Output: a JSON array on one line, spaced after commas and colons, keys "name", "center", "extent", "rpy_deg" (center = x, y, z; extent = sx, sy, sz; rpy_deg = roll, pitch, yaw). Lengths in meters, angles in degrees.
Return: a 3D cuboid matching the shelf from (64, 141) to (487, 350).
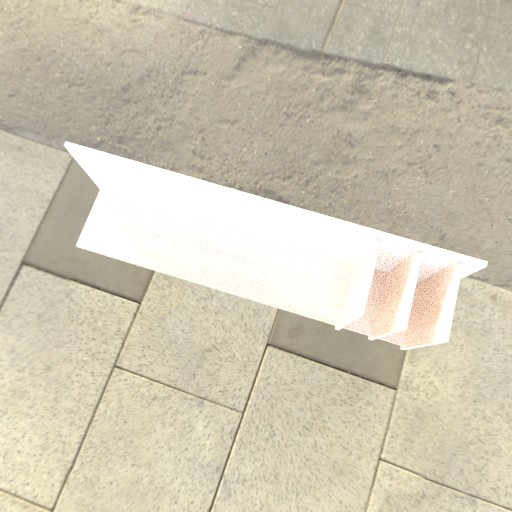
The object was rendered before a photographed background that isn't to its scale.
[{"name": "shelf", "center": [0.000, 0.000, 1.147], "extent": [1.020, 0.300, 0.200], "rpy_deg": [17, 75, 4]}]
